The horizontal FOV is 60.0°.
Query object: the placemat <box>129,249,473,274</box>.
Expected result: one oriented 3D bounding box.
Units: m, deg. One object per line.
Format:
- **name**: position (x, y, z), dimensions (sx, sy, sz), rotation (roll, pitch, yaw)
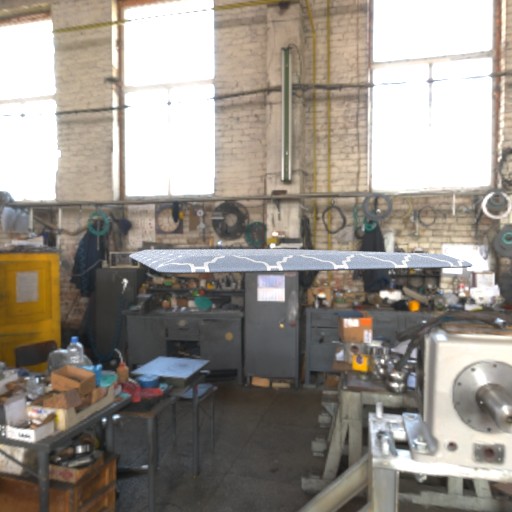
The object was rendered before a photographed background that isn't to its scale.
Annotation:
- **placemat**: position (0.000, 0.000, 0.985), dimensions (0.508, 0.021, 0.762), rotation (-1, 2, -19)
